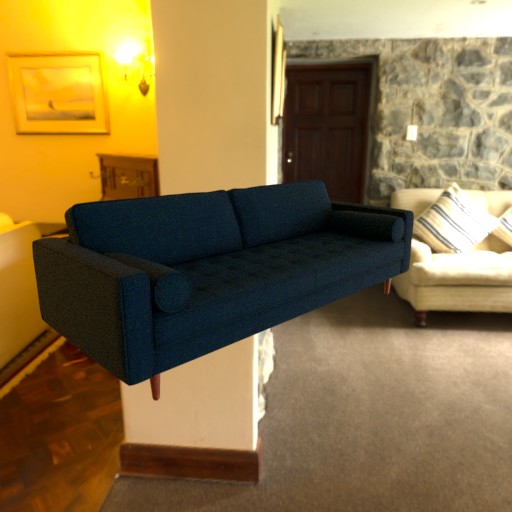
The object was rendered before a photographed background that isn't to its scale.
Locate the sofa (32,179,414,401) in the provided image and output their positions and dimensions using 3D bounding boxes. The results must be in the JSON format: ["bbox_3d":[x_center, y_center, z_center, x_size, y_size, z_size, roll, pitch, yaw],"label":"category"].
[{"bbox_3d":[0.000,0.000,2.643,2.210,0.762,0.914,-14,20,-43],"label":"sofa"}]
